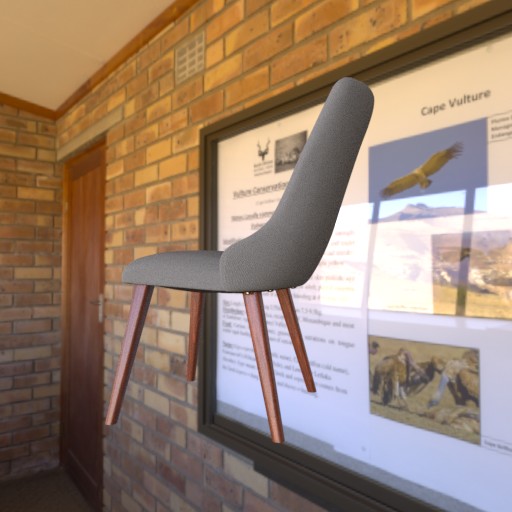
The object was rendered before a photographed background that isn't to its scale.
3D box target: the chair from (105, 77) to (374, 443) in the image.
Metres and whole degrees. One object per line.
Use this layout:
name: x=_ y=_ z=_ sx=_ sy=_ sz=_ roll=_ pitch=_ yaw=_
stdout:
chair: x=0.000 y=0.000 z=1.356 sx=0.707 sy=0.918 sz=0.535 roll=-1 pitch=-2 yaw=18
